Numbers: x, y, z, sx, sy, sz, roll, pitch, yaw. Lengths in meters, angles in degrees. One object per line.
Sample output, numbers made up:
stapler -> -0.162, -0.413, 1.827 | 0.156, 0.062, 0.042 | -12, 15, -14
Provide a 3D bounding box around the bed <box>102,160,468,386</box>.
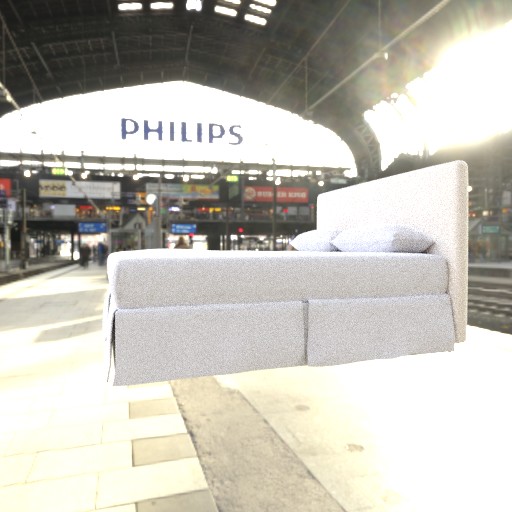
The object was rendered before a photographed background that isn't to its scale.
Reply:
bed -> 0.000, 0.000, 3.566 | 2.341, 1.317, 2.119 | 0, 1, -19
